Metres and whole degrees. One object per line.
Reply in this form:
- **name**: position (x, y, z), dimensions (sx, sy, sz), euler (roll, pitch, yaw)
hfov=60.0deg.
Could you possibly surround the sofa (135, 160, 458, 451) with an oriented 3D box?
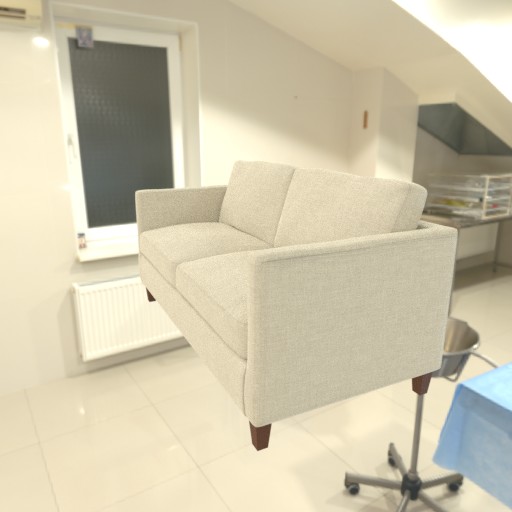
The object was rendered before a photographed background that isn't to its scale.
- **sofa**: position (0.000, 0.000, 2.441), dimensions (0.950, 0.963, 1.838), euler (-8, 17, -25)
